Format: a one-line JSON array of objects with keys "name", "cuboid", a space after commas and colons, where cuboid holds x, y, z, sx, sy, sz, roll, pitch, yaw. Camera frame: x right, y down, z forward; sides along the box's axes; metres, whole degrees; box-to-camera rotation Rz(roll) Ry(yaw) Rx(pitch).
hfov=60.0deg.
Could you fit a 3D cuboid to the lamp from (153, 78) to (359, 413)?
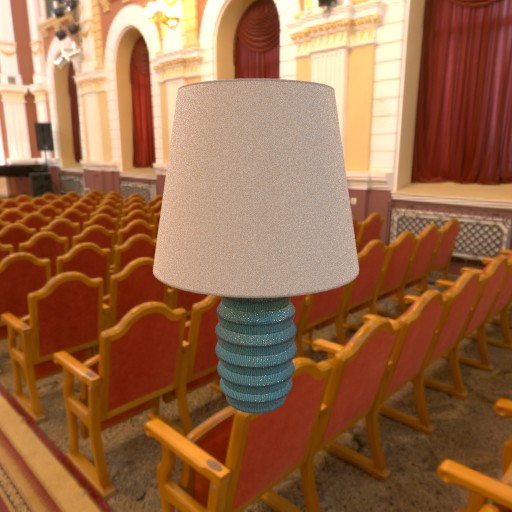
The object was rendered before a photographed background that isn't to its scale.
[{"name": "lamp", "cuboid": [0.000, 0.000, 0.557, 0.254, 0.392, 0.254, 0, 13, 0]}]
